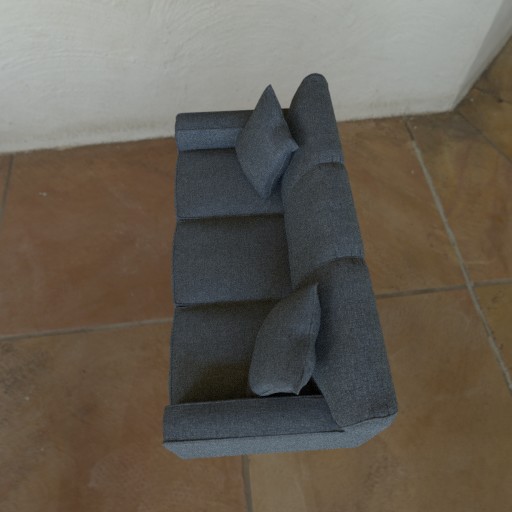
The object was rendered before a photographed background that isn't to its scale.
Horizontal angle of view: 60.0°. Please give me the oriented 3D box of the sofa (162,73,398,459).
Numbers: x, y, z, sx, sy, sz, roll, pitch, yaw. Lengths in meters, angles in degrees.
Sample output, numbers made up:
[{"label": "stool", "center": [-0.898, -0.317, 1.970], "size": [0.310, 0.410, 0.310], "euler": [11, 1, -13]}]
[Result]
[{"label": "sofa", "center": [0.000, 0.000, 2.523], "size": [0.997, 0.958, 2.024], "euler": [-3, 60, -2]}]
